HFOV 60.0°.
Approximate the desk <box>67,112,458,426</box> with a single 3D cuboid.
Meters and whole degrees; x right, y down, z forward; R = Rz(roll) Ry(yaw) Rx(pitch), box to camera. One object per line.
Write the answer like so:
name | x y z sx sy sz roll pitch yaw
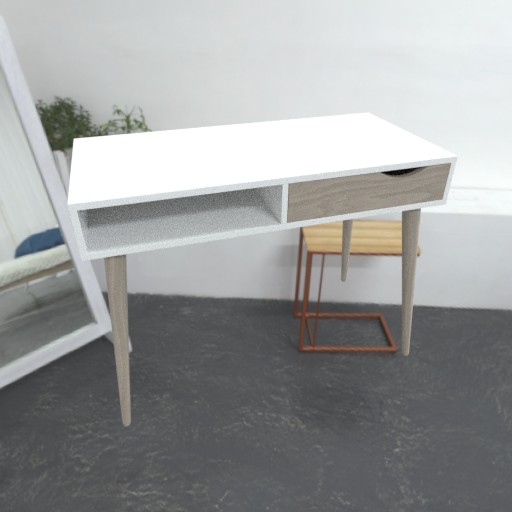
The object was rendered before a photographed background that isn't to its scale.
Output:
desk | 0.000 0.000 1.436 0.979 0.723 0.491 -10 33 -15
